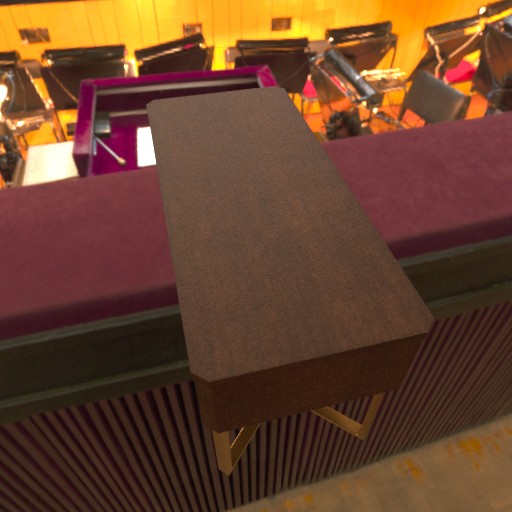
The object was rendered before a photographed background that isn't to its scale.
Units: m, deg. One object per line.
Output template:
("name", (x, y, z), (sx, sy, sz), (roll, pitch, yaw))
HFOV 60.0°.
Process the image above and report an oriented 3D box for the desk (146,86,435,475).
("desk", (0.000, 0.000, 1.889), (0.684, 0.762, 1.479), (-10, 47, -10))
